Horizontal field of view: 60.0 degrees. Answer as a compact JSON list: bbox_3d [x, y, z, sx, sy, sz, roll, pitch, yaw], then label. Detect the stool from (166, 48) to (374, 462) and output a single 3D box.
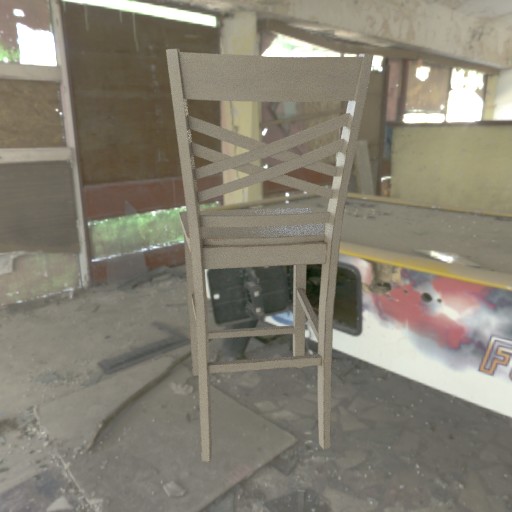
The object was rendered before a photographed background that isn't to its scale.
[{"bbox_3d":[0.000,0.000,1.358,0.462,1.079,0.539,-2,16,-8],"label":"stool"}]
